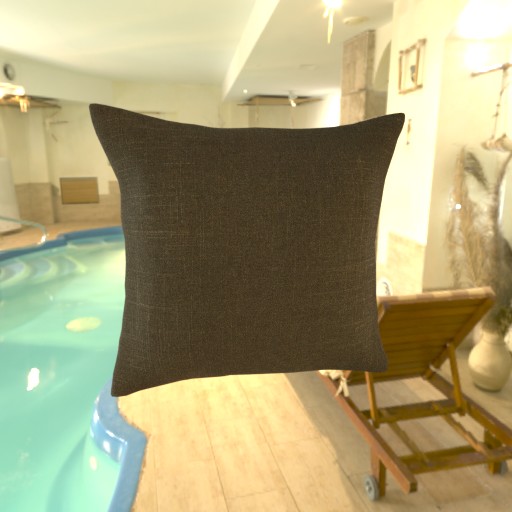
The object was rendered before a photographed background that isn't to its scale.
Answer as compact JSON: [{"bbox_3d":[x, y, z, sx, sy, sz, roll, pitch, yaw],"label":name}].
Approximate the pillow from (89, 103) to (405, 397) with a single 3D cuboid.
[{"bbox_3d":[0.000,0.000,0.691,0.468,0.444,0.138,-2,13,-9],"label":"pillow"}]
